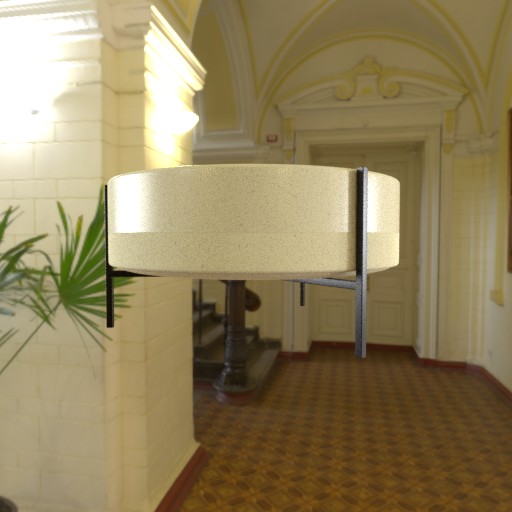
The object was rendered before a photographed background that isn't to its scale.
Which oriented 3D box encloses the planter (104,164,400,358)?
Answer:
[{"bbox_3d":[0.000,0.000,0.535,0.336,0.171,0.345,-2,3,-34],"label":"planter"}]
